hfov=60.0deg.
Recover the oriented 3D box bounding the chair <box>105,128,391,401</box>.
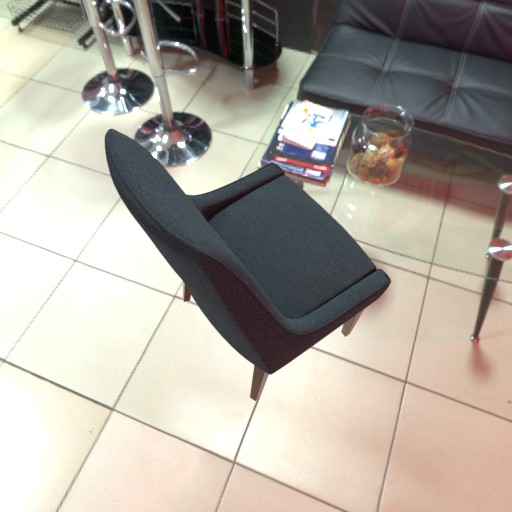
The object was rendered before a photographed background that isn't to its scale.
[{"bbox_3d":[0.000,0.000,1.187,0.544,0.861,0.529,-31,63,-18],"label":"chair"}]
